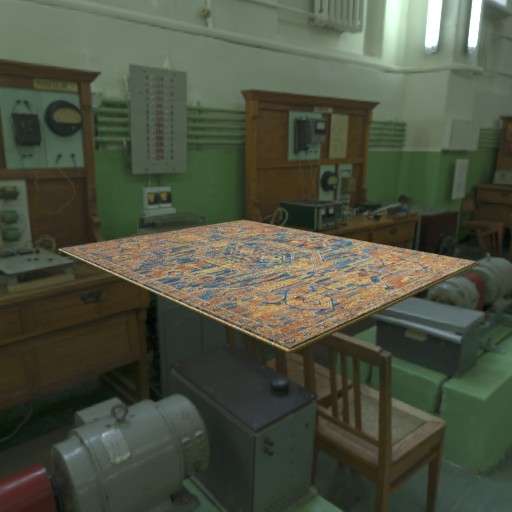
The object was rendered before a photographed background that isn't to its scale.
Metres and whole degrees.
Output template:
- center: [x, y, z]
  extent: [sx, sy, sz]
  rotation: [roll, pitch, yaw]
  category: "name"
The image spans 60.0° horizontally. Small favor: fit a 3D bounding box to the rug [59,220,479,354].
- center: [0.000, 0.000, 4.070]
  extent: [2.435, 0.031, 3.040]
  rotation: [-13, 19, -42]
  category: "rug"
